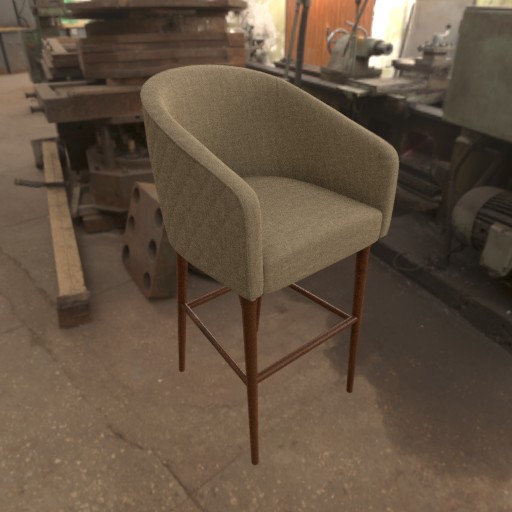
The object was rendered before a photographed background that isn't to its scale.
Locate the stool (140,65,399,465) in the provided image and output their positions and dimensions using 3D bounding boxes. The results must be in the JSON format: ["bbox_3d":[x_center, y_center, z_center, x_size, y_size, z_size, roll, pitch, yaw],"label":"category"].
[{"bbox_3d":[0.000,0.000,1.416,0.559,1.078,0.607,-23,36,-34],"label":"stool"}]
